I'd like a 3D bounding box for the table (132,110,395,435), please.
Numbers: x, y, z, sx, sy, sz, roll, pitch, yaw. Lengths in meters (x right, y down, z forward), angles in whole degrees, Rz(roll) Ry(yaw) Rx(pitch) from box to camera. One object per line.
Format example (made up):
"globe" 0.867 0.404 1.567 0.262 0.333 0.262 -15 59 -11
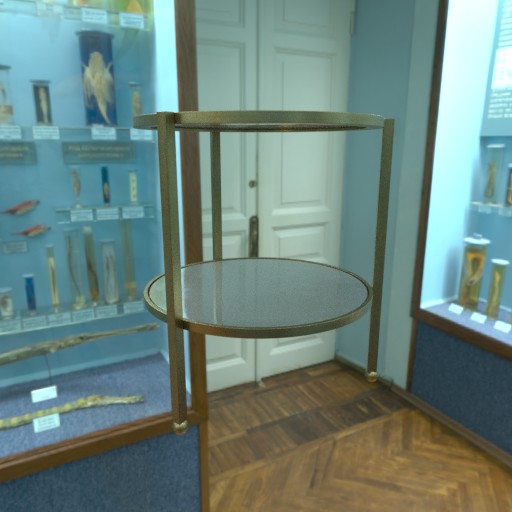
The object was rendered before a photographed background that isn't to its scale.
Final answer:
"table" 0.000 0.000 0.458 0.231 0.269 0.243 -7 15 -24
